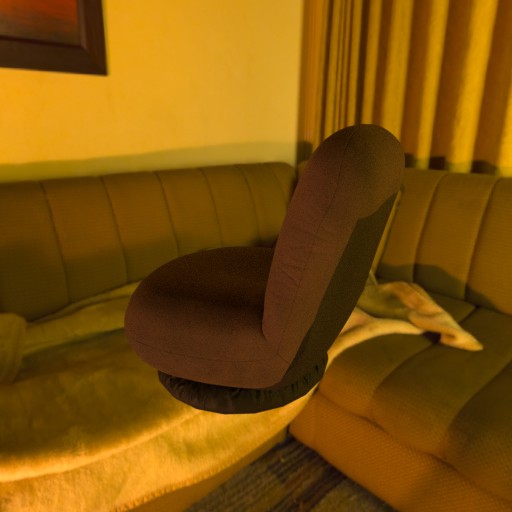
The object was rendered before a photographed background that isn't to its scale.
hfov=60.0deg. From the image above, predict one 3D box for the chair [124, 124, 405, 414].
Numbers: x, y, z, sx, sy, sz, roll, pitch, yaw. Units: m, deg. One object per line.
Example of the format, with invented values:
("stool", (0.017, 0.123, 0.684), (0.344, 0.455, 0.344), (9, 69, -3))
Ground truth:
("chair", (0.000, 0.000, 1.035), (0.597, 0.594, 0.521), (8, 19, 25))
